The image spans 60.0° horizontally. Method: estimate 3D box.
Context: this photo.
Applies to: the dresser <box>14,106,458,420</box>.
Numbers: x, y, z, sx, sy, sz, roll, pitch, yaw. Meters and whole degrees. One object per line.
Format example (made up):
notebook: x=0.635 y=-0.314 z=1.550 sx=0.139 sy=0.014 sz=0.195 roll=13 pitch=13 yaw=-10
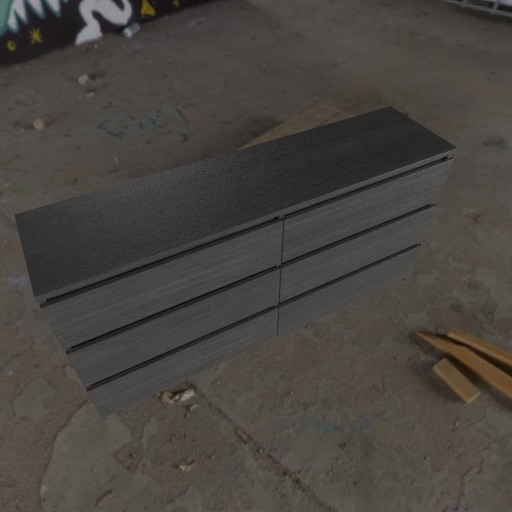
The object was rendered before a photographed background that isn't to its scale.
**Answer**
dresser: x=0.000 y=0.000 z=1.881 sx=1.590 sy=0.795 sz=0.400 roll=-21 pitch=49 yaw=-20
